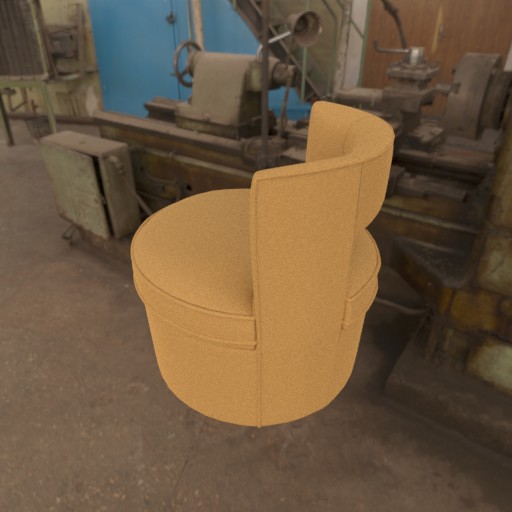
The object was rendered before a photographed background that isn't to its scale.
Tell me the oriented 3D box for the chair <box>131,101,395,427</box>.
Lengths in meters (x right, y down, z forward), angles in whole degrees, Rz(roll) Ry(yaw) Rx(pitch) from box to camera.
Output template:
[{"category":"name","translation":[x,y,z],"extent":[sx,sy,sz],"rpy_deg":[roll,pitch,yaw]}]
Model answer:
[{"category":"chair","translation":[0.000,0.000,1.218],"extent":[0.665,0.723,0.650],"rpy_deg":[9,33,15]}]
